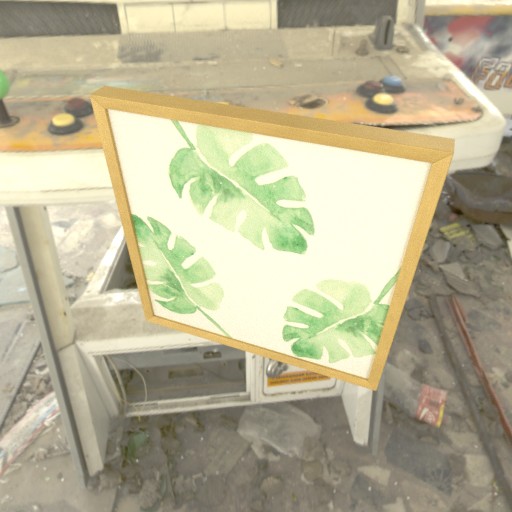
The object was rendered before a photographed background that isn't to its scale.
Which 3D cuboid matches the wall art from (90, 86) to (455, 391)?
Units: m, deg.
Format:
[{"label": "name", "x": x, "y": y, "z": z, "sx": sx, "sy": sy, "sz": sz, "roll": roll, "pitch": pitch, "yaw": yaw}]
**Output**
[{"label": "wall art", "x": 0.000, "y": 0.000, "z": 0.765, "sx": 0.508, "sy": 0.508, "sz": 0.038, "roll": 14, "pitch": 43, "yaw": 15}]
